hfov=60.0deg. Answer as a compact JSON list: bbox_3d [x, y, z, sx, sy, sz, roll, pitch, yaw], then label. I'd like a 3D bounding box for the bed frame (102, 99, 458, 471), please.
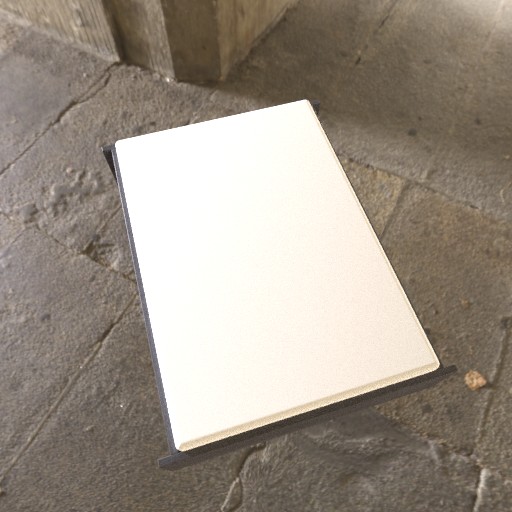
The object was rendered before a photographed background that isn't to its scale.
[{"bbox_3d":[0.000,0.000,2.643,1.490,0.432,1.950,-15,63,-8],"label":"bed frame"}]
